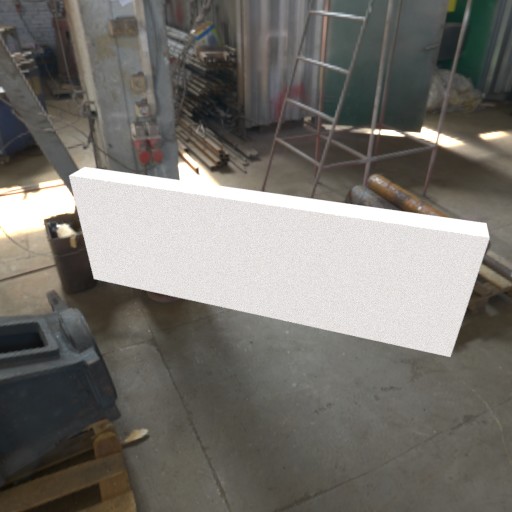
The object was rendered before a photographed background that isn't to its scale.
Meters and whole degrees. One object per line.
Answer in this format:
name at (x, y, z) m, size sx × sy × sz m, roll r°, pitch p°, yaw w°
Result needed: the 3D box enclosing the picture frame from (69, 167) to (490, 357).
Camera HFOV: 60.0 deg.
picture frame at (0.000, 0.000, 0.856) m, size 0.759 × 0.250 × 0.050 m, roll 10°, pitch 34°, yaw 16°
